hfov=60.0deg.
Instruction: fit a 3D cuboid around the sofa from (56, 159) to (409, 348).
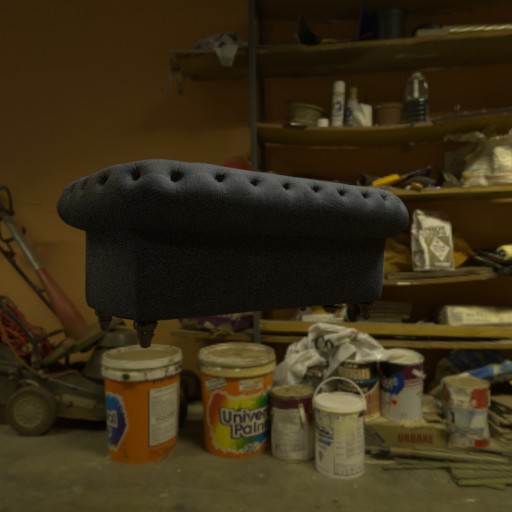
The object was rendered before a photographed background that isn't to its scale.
[{"bbox_3d":[0.000,0.000,2.592,1.988,0.833,1.082,0,0,-36],"label":"sofa"}]
